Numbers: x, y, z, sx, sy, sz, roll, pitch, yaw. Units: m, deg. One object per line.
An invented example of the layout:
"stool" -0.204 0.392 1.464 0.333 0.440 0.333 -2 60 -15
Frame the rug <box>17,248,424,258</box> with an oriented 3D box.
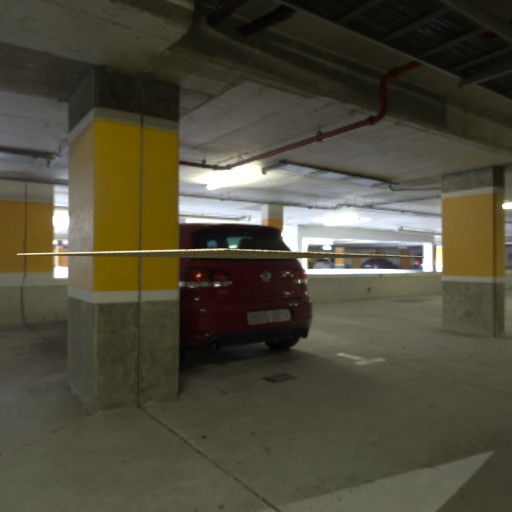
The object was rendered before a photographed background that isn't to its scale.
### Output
"rug" 0.000 0.000 2.971 1.529 0.009 2.446 -1 -1 36
